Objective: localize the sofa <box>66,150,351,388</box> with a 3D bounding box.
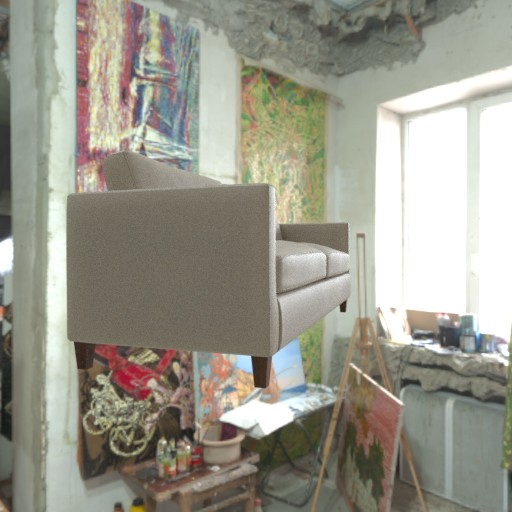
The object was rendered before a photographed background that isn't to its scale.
[{"bbox_3d":[0.000,0.000,2.847,0.951,0.968,2.361,0,0,19],"label":"sofa"}]
